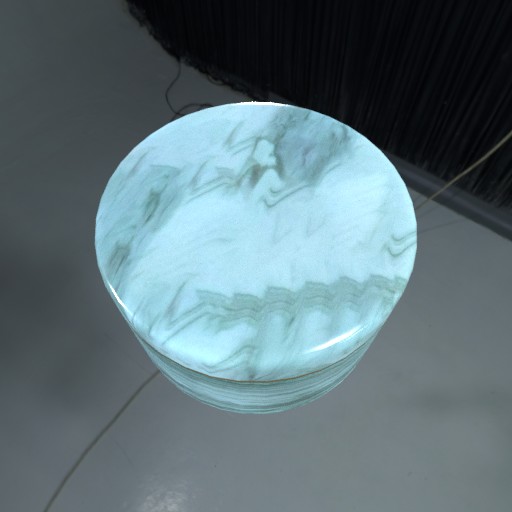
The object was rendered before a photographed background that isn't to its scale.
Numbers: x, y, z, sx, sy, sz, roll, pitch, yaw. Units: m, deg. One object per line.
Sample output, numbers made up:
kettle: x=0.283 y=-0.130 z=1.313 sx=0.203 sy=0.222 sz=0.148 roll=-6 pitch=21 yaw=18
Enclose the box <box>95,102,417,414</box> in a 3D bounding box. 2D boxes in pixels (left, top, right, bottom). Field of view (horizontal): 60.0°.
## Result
box: x=0.000 y=0.000 z=0.164 sx=0.101 sy=0.063 sz=0.101 roll=0 pitch=59 yaw=0
